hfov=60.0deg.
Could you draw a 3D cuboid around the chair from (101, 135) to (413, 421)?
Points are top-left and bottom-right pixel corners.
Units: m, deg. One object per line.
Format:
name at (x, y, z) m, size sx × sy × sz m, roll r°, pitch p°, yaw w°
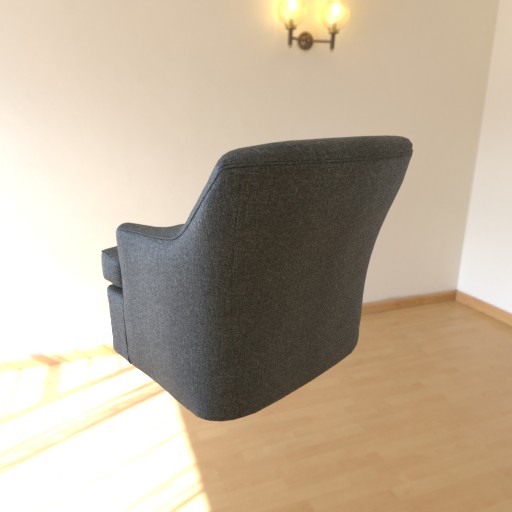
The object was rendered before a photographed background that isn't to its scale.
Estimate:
chair at (0.000, 0.000, 1.603) m, size 0.864 × 0.856 × 0.923 m, roll -16°, pitch 23°, yaw -42°
